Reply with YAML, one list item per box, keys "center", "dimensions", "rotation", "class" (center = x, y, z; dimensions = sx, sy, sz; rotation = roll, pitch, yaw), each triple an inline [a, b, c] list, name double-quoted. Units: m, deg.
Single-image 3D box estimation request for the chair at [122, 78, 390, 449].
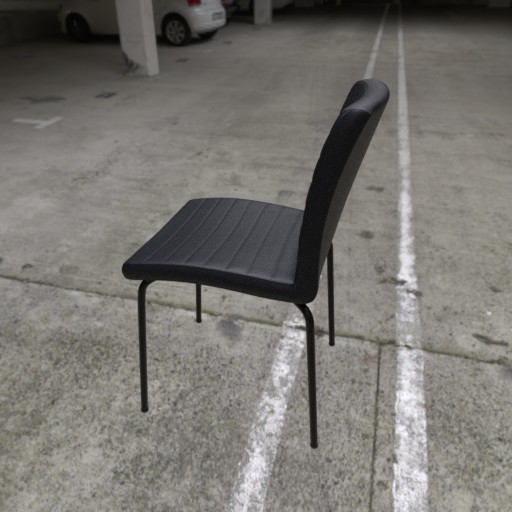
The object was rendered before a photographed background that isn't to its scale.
- center: [0.000, 0.000, 1.186]
  dimensions: [0.572, 0.872, 0.450]
  rotation: [7, 30, 13]
  class: "chair"
